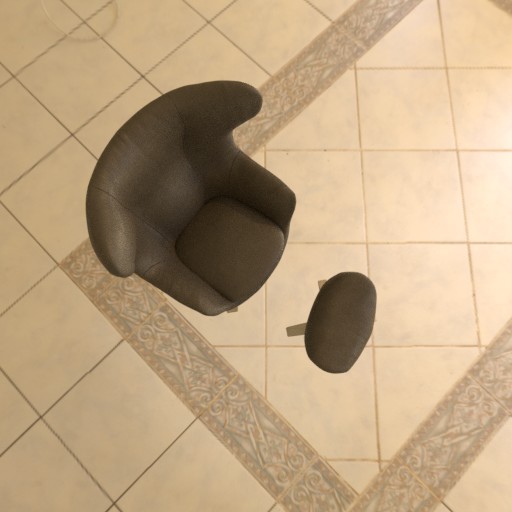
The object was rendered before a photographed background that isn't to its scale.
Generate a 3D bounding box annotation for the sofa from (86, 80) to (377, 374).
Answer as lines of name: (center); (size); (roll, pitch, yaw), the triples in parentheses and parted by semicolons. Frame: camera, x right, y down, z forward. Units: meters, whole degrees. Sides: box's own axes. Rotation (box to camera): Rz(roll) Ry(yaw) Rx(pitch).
sofa: (0.000, 0.000, 2.096); (1.444, 1.135, 0.894); (34, 79, 8)
